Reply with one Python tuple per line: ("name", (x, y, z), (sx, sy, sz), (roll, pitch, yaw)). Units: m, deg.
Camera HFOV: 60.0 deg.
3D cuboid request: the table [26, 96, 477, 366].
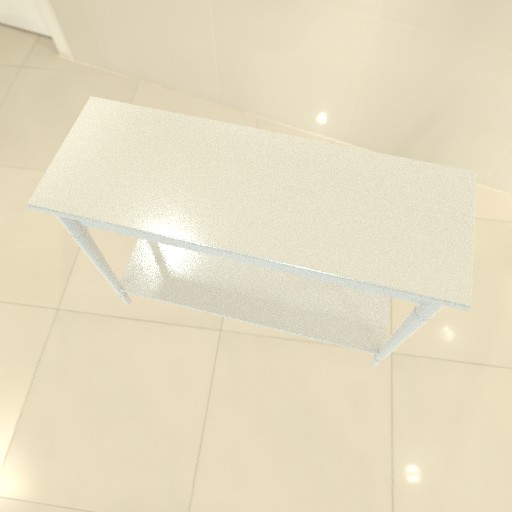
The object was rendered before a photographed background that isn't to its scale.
("table", (0.000, 0.000, 1.439), (1.067, 0.749, 0.381), (13, 64, 7))
